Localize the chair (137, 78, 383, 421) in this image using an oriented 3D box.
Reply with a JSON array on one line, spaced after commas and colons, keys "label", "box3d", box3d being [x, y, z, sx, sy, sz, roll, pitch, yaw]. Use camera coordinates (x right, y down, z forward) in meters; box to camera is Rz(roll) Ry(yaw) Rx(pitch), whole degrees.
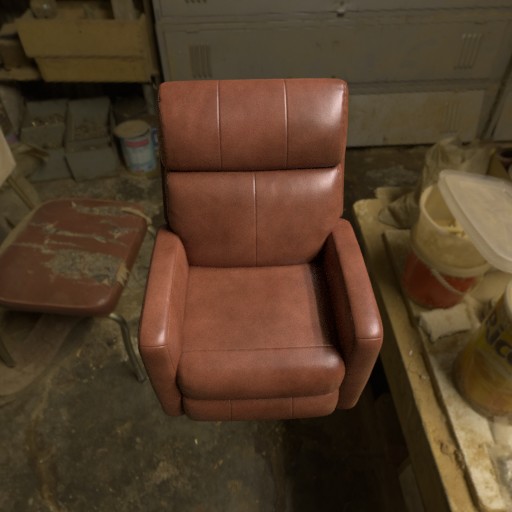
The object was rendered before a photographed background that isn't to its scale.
[{"label": "chair", "box3d": [0.000, 0.000, 1.678, 0.787, 1.016, 0.939, -2, 47, -2]}]
